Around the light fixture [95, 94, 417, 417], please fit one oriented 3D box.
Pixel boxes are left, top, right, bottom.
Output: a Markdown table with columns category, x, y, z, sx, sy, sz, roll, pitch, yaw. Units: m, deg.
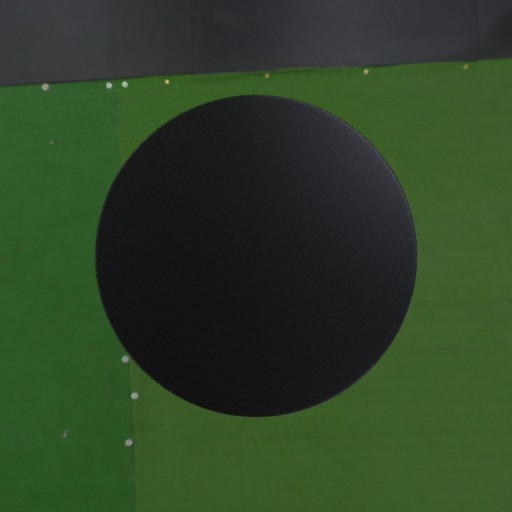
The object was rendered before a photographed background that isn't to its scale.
| category | x | y | z | sx | sy | sz | roll | pitch | yaw |
| --- | --- | --- | --- | --- | --- | --- | --- | --- | --- |
| light fixture | 0.000 | 0.000 | 0.432 | 0.283 | 0.097 | 0.283 | 0 | 90 | 1 |
